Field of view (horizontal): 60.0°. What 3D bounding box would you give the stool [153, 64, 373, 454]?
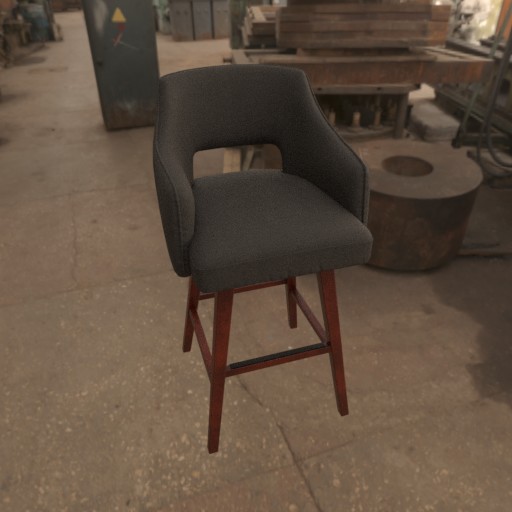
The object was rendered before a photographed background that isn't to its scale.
[{"bbox_3d":[0.000,0.000,1.360,0.548,1.012,0.558,-10,34,-15],"label":"stool"}]
